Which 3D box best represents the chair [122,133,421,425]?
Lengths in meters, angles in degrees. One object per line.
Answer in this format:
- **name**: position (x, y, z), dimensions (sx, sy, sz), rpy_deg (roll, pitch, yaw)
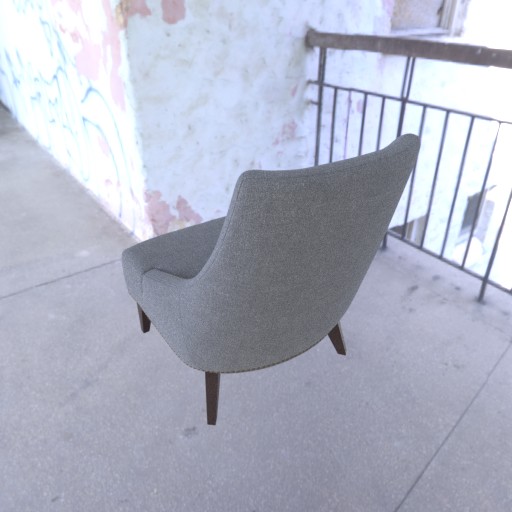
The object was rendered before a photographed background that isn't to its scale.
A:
- **chair**: position (0.000, 0.000, 1.497), dimensions (0.701, 0.909, 0.861), rpy_deg (-19, 36, -29)
